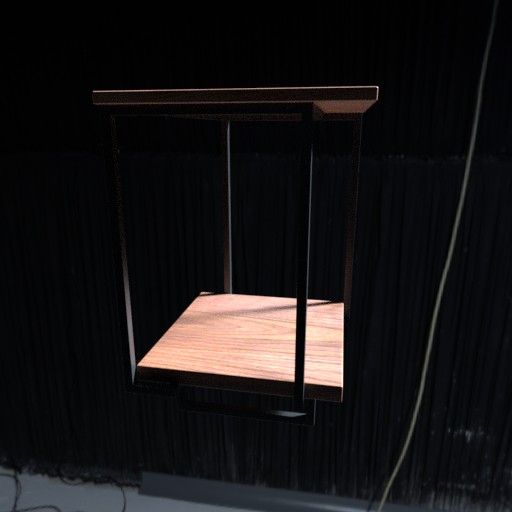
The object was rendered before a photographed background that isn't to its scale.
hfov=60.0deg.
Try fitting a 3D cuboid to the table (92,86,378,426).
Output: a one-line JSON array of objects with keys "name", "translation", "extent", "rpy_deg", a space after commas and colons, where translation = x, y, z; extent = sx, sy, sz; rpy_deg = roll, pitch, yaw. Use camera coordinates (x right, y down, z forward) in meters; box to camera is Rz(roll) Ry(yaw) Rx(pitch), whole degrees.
[{"name": "table", "translation": [0.000, 0.000, 0.849], "extent": [0.384, 0.567, 0.411], "rpy_deg": [3, 16, 11]}]
